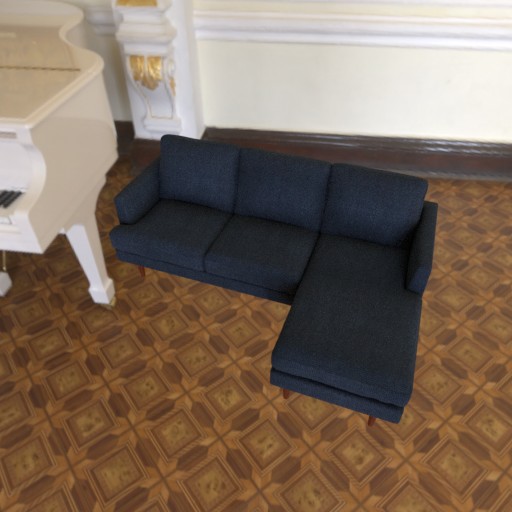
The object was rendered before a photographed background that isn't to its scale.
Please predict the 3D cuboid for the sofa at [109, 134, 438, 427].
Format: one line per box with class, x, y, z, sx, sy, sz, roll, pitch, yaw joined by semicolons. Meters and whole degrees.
sofa;0.000;0.000;3.053;2.233;0.956;1.504;14;43;15
